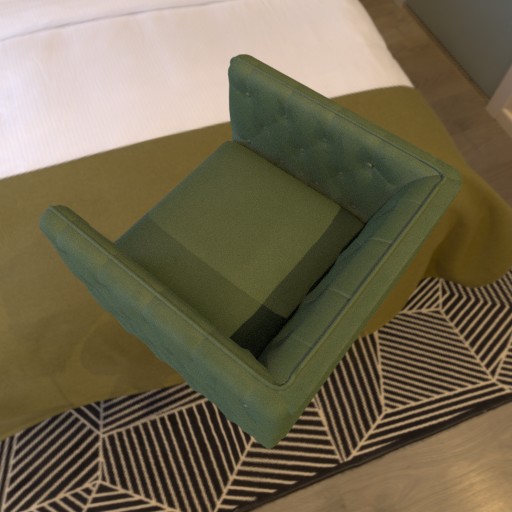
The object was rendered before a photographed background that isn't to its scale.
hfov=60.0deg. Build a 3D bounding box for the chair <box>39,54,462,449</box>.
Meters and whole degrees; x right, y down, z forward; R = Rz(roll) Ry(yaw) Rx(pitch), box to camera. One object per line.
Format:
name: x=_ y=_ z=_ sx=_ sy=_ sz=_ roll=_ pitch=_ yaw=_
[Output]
chair: x=0.000 y=0.000 z=1.530 sx=0.855 sy=0.768 sz=0.917 roll=36 pitch=68 yaw=17
